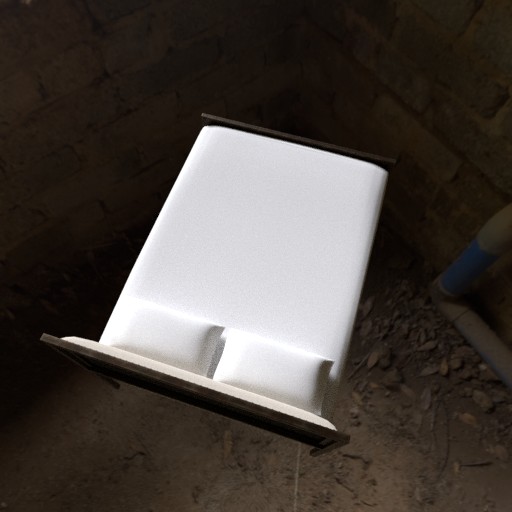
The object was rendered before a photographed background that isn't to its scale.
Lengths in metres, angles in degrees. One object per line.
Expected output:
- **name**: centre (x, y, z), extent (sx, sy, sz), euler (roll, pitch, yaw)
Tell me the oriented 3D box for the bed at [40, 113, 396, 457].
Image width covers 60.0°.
- **bed**: centre (0.000, 0.000, 3.213), extent (1.607, 1.313, 2.221), euler (16, 64, 8)
